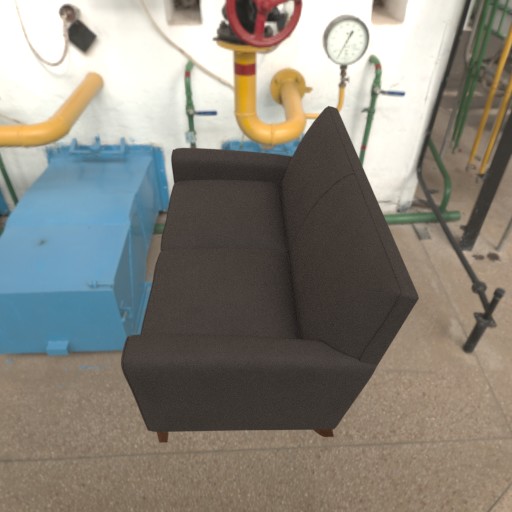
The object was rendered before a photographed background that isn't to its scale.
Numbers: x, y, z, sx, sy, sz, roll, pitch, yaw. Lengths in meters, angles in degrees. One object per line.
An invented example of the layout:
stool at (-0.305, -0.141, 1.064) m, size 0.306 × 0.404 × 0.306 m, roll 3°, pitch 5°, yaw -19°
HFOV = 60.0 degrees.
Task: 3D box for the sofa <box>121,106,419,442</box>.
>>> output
sofa at (0.000, 0.000, 1.994) m, size 0.871 × 0.846 × 1.420 m, roll -1°, pitch 40°, yaw -1°
